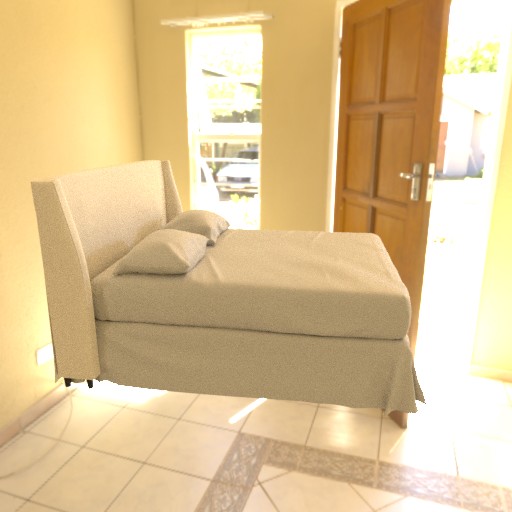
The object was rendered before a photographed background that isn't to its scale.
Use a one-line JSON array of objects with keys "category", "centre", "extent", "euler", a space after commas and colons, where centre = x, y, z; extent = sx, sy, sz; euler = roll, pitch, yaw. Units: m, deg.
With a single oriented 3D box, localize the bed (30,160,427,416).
[{"category": "bed", "centre": [0.000, 0.000, 3.361], "extent": [2.276, 1.332, 1.925], "euler": [2, 16, 9]}]
